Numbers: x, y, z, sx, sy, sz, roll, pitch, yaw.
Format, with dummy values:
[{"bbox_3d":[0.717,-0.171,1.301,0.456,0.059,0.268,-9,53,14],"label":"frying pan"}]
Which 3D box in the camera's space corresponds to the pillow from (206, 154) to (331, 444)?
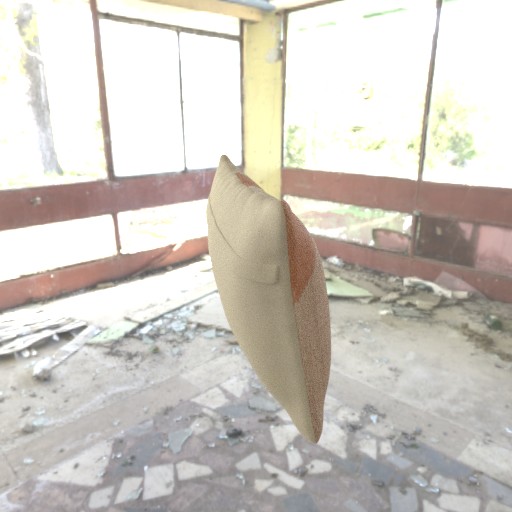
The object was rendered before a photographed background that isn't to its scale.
[{"bbox_3d":[0.000,0.000,0.734,0.155,0.292,0.609,-3,17,-9],"label":"pillow"}]
